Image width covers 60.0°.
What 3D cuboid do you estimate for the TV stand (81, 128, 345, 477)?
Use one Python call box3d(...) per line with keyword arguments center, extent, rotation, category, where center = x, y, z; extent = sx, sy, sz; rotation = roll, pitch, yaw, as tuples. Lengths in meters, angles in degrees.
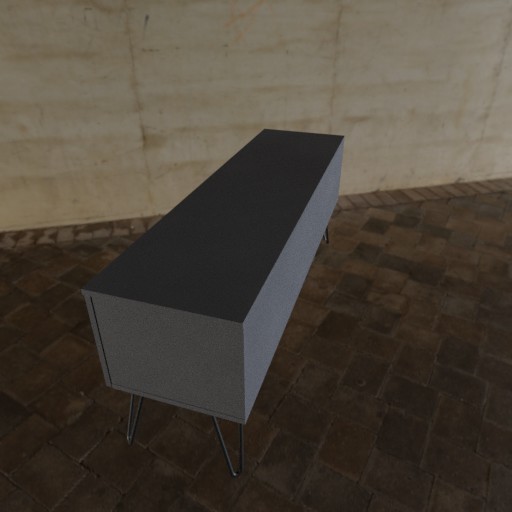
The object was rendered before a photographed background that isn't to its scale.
box3d(center=(0.000, 0.000, 1.659), extent=(0.400, 0.560, 1.400), rotation=(10, 32, 15), category="TV stand")
